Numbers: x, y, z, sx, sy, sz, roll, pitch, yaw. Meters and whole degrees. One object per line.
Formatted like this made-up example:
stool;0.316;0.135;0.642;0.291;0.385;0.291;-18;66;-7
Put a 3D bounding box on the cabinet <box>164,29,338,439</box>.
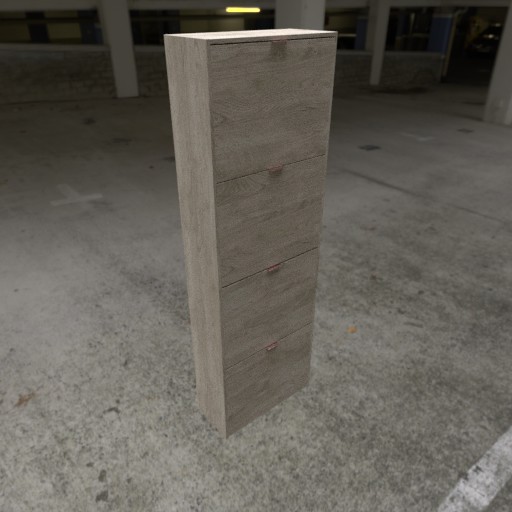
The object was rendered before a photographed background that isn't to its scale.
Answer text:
cabinet;0.000;0.000;1.812;0.520;1.630;0.250;-22;36;-33
